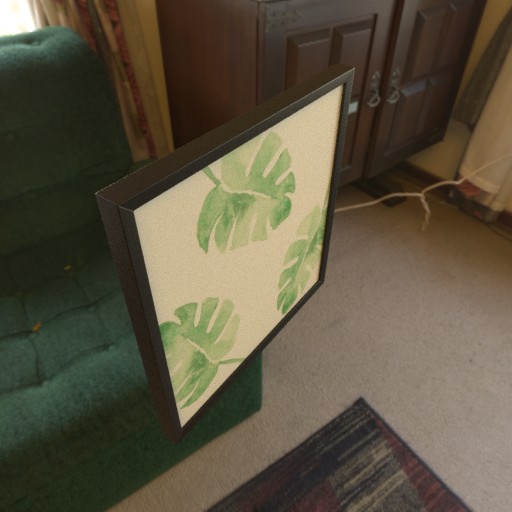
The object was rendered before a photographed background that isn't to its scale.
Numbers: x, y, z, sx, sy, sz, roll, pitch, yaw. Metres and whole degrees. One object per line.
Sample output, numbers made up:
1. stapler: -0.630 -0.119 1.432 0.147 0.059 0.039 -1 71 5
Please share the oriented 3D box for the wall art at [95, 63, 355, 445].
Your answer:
1. wall art: 0.000 0.000 0.768 0.036 0.508 0.508 26 48 27
